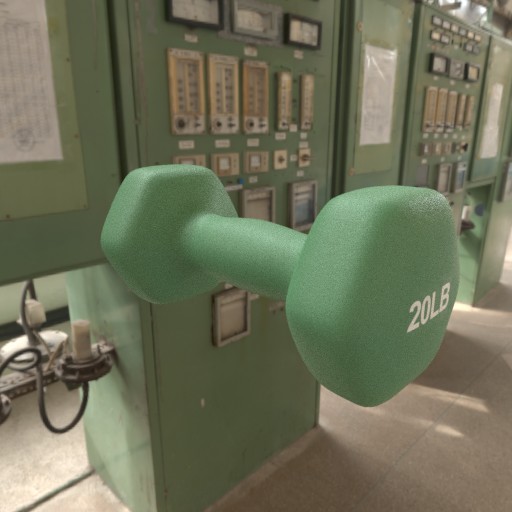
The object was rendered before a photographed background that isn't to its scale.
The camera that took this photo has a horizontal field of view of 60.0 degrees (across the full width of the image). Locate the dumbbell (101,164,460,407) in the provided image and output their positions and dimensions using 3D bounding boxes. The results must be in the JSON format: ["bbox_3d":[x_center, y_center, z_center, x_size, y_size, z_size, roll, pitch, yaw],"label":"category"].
[{"bbox_3d":[0.000,0.000,0.313,0.126,0.114,0.257,-15,22,-42],"label":"dumbbell"}]
